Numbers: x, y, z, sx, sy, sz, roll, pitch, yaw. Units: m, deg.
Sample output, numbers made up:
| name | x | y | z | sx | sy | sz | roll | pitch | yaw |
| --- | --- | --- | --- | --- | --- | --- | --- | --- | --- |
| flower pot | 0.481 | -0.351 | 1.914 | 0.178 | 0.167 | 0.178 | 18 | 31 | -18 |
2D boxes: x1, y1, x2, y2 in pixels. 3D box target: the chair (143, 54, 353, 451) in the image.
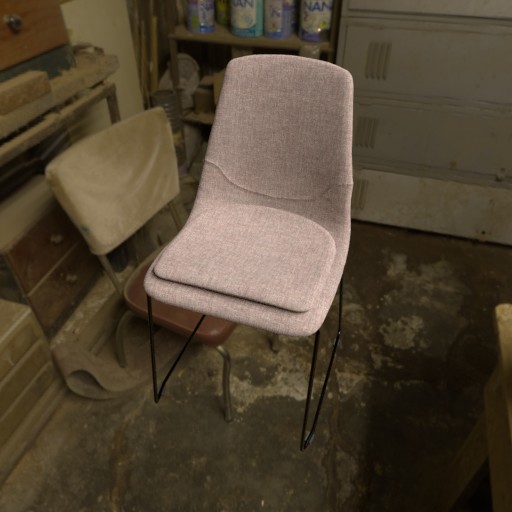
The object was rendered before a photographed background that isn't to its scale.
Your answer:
| name | x | y | z | sx | sy | sz | roll | pitch | yaw |
| --- | --- | --- | --- | --- | --- | --- | --- | --- | --- |
| chair | 0.000 | 0.000 | 1.152 | 0.479 | 0.858 | 0.518 | 12 | 41 | 15 |
